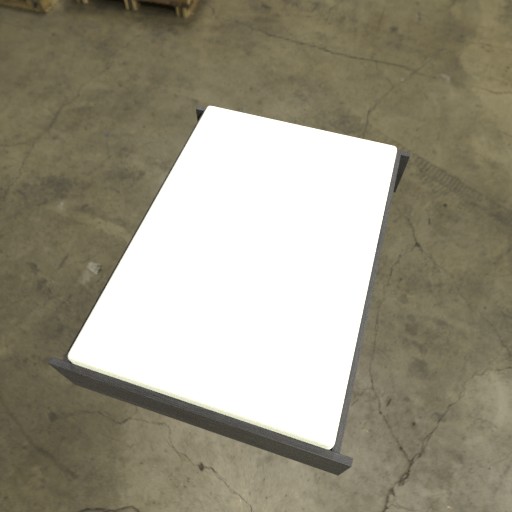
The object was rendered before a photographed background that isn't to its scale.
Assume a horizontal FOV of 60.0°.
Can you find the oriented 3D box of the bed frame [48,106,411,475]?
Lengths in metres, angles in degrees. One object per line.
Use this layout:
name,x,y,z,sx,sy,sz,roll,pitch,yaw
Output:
bed frame,0.000,0.000,2.637,1.490,0.432,1.950,15,59,9
